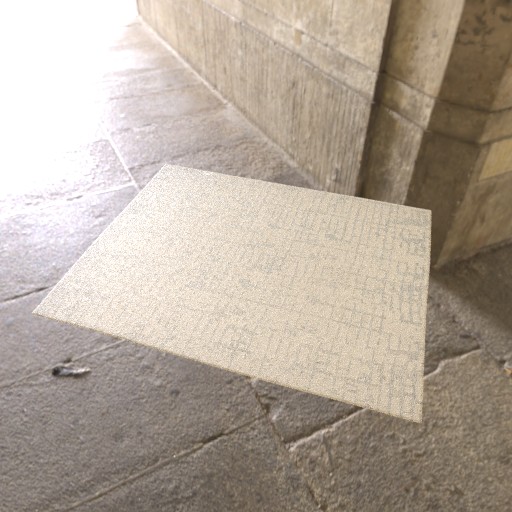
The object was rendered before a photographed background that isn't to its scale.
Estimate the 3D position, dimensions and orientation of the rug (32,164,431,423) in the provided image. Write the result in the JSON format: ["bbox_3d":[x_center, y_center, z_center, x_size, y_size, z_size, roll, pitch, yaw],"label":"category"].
[{"bbox_3d":[0.000,0.000,4.094,3.061,0.014,2.447,12,44,13],"label":"rug"}]
